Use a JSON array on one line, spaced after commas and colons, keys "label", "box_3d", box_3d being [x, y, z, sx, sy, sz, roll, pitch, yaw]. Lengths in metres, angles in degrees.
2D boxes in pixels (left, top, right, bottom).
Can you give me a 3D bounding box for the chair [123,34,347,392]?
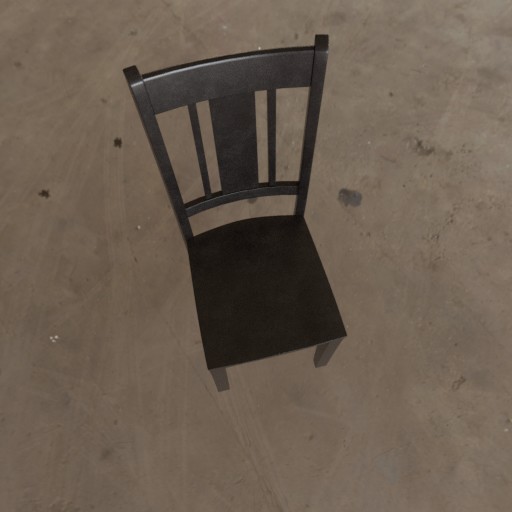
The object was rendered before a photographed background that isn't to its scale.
[{"label": "chair", "box_3d": [0.000, 0.000, 1.287, 0.450, 0.998, 0.555, -12, 65, -6]}]
